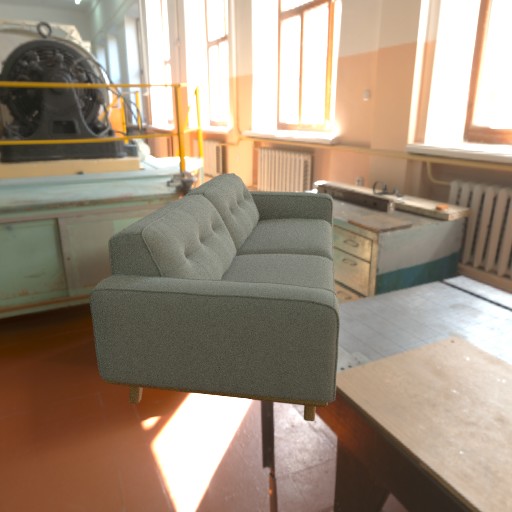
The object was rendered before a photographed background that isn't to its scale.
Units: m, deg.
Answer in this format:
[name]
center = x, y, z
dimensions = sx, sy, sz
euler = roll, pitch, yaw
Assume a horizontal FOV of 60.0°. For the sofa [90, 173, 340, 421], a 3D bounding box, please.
[sofa]
center = 0.000, 0.000, 2.704
dimensions = 0.956, 0.781, 2.270
euler = 3, 18, 8
